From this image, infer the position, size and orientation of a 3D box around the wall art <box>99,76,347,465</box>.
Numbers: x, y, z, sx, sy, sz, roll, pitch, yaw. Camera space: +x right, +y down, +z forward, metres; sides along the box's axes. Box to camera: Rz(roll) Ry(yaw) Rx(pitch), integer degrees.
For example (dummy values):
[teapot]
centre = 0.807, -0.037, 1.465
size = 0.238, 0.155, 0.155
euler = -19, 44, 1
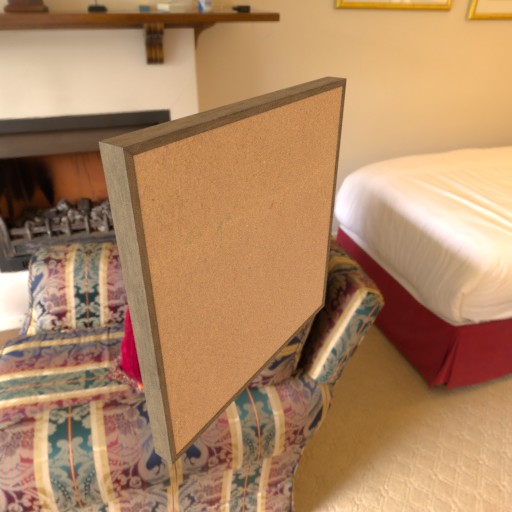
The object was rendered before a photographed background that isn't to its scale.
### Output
[wall art]
centre = 0.000, 0.000, 0.756
size = 0.038, 0.508, 0.508
euler = 20, 36, 30
